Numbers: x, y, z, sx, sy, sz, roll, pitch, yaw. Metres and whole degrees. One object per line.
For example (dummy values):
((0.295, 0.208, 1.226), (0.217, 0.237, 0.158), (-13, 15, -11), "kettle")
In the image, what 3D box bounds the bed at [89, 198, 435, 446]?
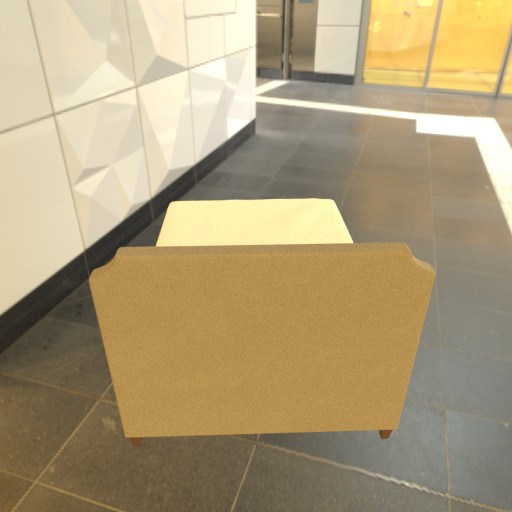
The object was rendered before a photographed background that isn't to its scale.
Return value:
((0.000, 0.000, 3.432), (1.703, 1.415, 2.329), (-1, 31, -2), "bed")
